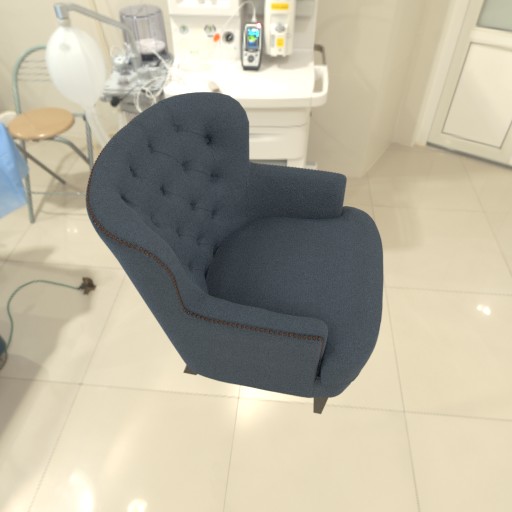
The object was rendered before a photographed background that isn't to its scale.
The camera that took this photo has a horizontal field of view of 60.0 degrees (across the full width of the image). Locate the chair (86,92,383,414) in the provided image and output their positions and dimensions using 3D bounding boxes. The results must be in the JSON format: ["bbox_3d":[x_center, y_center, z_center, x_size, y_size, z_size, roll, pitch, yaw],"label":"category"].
[{"bbox_3d":[0.000,0.000,1.579,0.906,0.868,0.848,9,45,9],"label":"chair"}]
